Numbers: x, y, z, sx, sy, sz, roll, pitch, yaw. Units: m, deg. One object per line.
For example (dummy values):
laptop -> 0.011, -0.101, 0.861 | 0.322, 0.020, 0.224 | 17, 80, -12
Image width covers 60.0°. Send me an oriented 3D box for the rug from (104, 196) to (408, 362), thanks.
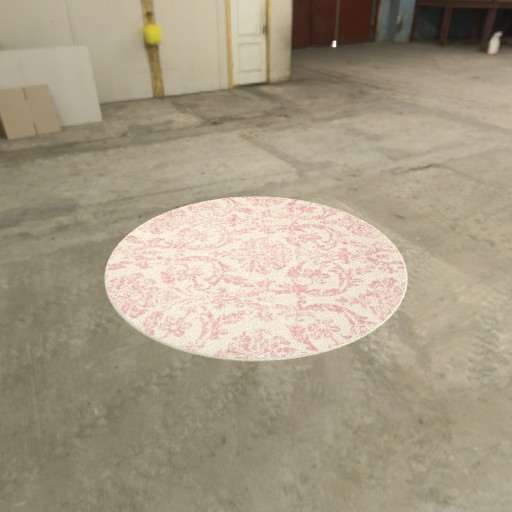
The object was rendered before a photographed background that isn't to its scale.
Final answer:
rug -> 0.000, 0.000, 2.424 | 1.593, 0.012, 1.593 | 0, 31, 0
